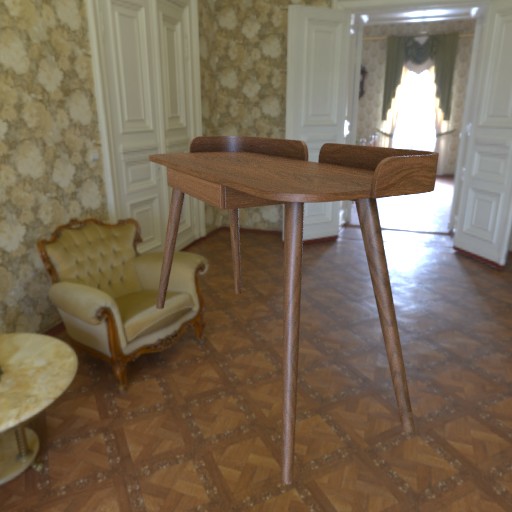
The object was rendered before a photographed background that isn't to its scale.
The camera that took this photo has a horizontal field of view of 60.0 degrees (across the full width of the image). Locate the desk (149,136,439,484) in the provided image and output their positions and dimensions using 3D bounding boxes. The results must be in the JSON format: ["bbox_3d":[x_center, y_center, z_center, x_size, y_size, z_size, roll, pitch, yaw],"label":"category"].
[{"bbox_3d":[0.000,0.000,1.623,0.486,0.800,1.256,-9,19,-26],"label":"desk"}]
